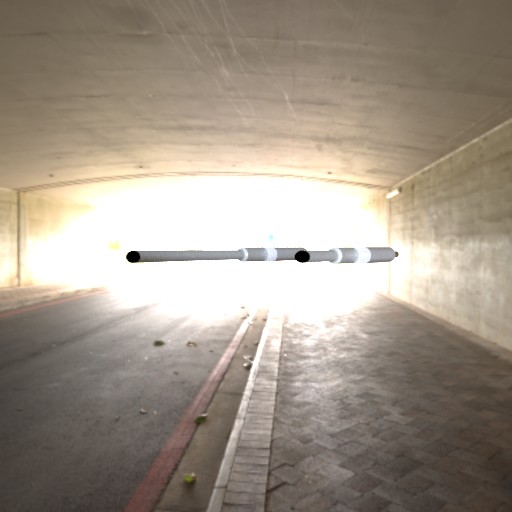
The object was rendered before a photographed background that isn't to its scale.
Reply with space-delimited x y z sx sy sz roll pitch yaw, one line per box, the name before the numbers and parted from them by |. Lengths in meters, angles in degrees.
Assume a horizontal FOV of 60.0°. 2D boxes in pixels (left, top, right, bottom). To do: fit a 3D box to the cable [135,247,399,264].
cable | 0.000 0.000 0.111 0.041 0.005 0.098 1 1 37
